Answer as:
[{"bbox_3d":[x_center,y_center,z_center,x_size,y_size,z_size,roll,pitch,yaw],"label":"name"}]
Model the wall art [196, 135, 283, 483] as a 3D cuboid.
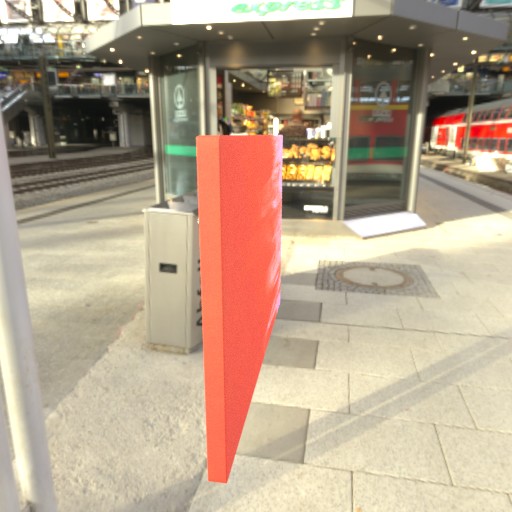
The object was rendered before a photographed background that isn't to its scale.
[{"bbox_3d":[0.000,0.000,1.157,0.040,0.609,0.913,2,16,9],"label":"wall art"}]
